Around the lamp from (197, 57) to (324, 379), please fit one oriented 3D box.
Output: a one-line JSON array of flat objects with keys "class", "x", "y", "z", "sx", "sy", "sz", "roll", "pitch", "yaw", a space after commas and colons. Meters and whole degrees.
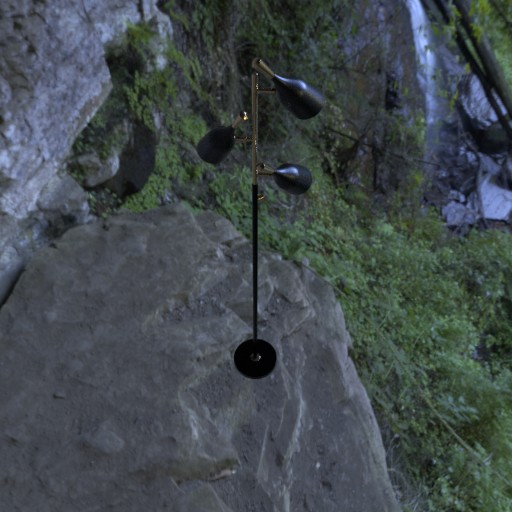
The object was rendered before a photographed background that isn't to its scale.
[{"class": "lamp", "x": 0.000, "y": 0.000, "z": 1.940, "sx": 0.434, "sy": 1.778, "sz": 0.253, "roll": 4, "pitch": 47, "yaw": 4}]
